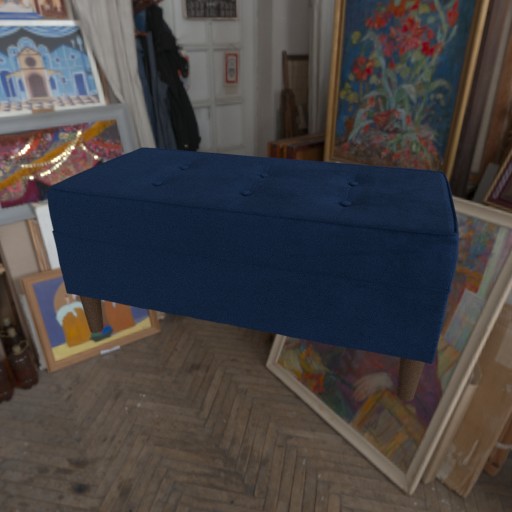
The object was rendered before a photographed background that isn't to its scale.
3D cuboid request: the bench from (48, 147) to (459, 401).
[{"bbox_3d":[0.000,0.000,1.298,1.010,0.467,0.489,8,28,16],"label":"bench"}]
